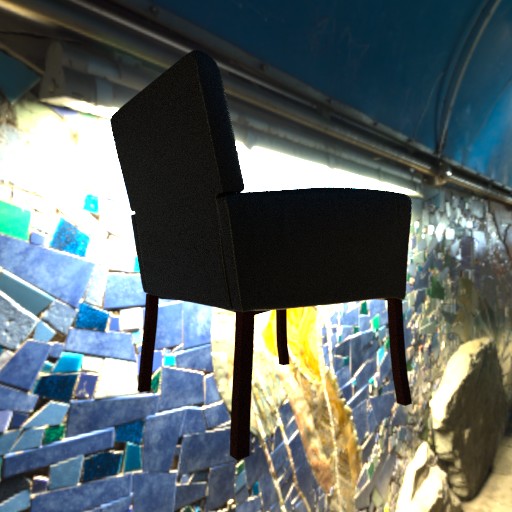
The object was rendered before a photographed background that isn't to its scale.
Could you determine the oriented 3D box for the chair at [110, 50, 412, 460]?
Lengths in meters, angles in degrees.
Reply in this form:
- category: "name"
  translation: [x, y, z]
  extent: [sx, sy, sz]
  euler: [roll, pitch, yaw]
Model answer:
- category: "chair"
  translation: [0.000, 0.000, 1.466]
  extent: [0.772, 0.951, 0.683]
  euler: [0, 1, -35]
